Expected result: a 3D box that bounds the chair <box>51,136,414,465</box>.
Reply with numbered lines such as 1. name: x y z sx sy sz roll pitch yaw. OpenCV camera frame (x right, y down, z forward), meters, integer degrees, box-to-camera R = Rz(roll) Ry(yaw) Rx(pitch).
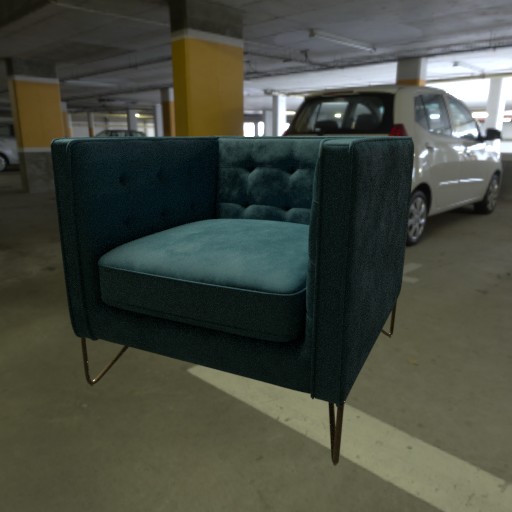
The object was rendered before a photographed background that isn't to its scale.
1. chair: 0.000 0.000 1.509 0.880 0.790 0.894 7 17 25
